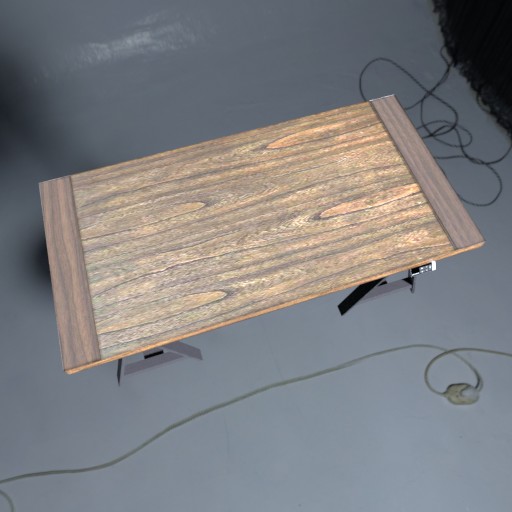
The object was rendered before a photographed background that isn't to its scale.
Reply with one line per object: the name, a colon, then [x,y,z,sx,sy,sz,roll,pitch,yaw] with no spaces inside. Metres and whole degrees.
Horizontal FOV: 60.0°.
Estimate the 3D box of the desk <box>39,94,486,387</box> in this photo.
desk: [0.000,0.000,1.990,1.543,0.725,0.784,-16,65,-8]
